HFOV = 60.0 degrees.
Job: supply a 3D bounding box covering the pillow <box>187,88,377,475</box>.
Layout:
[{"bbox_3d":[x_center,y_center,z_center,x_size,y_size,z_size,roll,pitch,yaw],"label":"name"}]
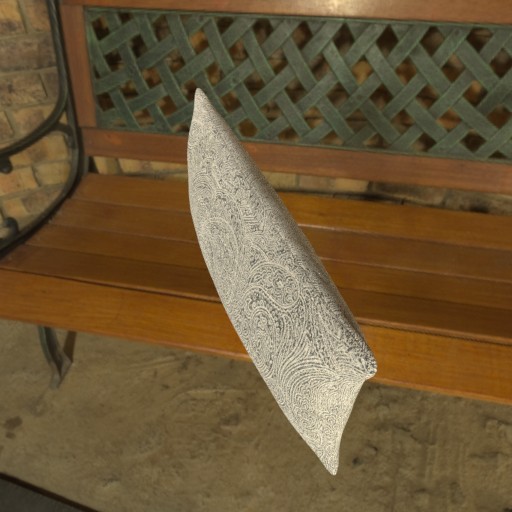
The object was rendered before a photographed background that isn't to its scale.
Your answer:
[{"bbox_3d":[0.000,0.000,0.708,0.151,0.295,0.615,-15,47,-14],"label":"pillow"}]
